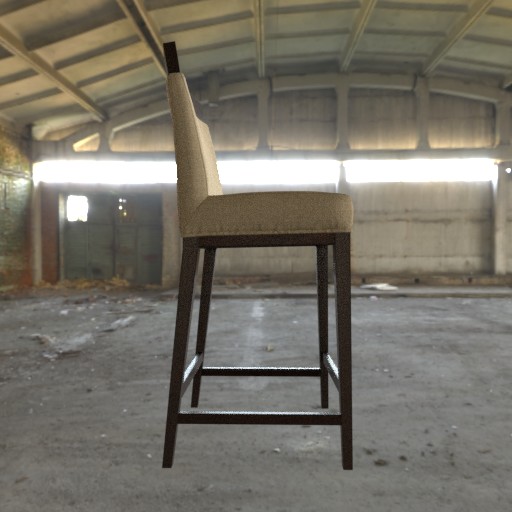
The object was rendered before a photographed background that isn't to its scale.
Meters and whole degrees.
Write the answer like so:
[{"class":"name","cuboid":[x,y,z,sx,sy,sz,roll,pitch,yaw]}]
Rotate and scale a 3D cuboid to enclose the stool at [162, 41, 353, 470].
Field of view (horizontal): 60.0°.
[{"class":"stool","cuboid":[0.000,0.000,1.400,0.531,1.117,0.511,0,1,1]}]
